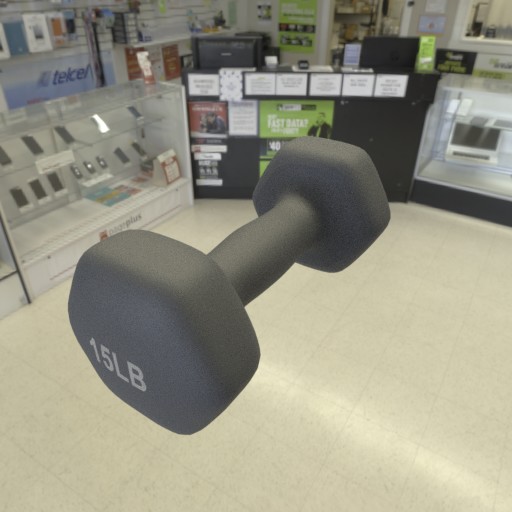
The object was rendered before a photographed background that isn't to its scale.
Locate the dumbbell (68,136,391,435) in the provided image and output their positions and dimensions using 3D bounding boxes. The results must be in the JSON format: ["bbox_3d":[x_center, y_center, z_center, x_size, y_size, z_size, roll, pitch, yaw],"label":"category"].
[{"bbox_3d":[0.000,0.000,0.300,0.116,0.105,0.240,21,38,29],"label":"dumbbell"}]
